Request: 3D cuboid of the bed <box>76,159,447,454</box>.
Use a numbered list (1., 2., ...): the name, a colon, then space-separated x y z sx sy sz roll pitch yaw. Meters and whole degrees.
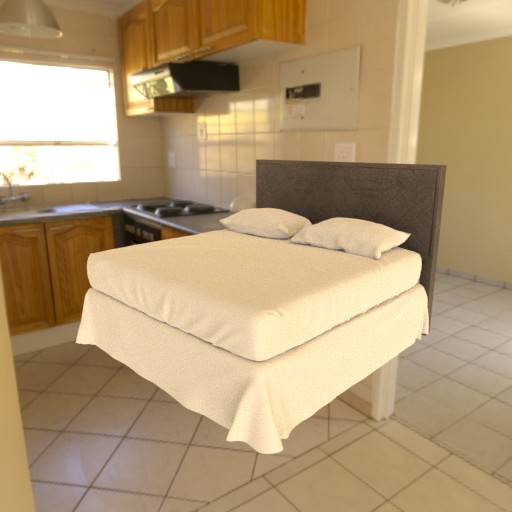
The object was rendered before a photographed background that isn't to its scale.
1. bed: 0.000 0.000 2.857 1.772 1.142 1.785 13 19 42
